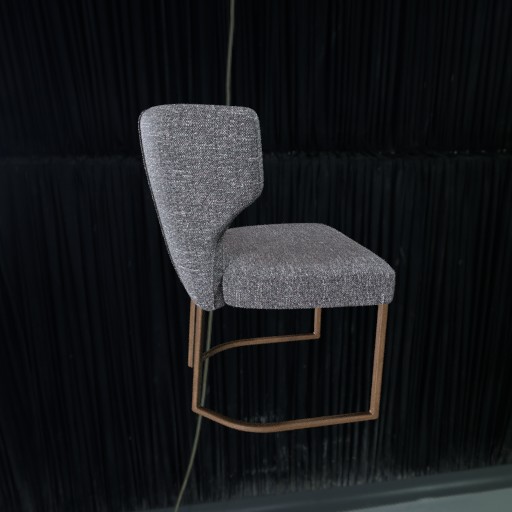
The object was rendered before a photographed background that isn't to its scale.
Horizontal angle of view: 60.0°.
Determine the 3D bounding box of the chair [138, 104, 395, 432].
[{"bbox_3d":[0.000,0.000,1.301,0.617,0.824,0.611,-3,16,-10],"label":"chair"}]
